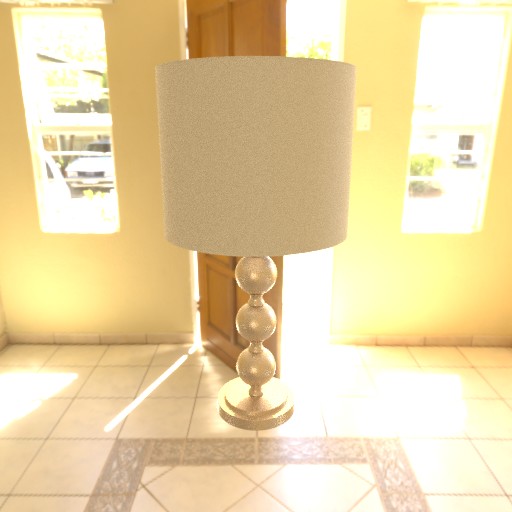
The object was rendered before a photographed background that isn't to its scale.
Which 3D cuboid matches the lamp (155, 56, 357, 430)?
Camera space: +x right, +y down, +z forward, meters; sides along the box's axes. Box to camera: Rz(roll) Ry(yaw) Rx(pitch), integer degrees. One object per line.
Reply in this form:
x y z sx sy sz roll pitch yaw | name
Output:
0.000 0.000 0.692 0.277 0.538 0.277 -3 17 -9 | lamp
